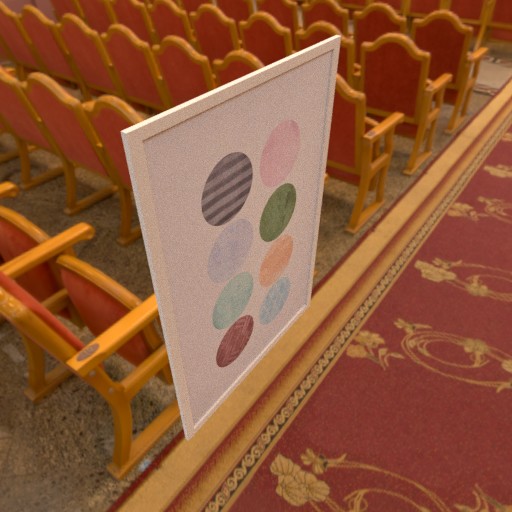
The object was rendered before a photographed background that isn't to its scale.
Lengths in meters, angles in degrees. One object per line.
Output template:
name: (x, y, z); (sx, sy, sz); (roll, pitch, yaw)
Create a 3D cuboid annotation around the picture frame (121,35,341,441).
picture frame: (0.000, 0.000, 1.167); (0.013, 0.940, 0.659); (26, 47, 27)
